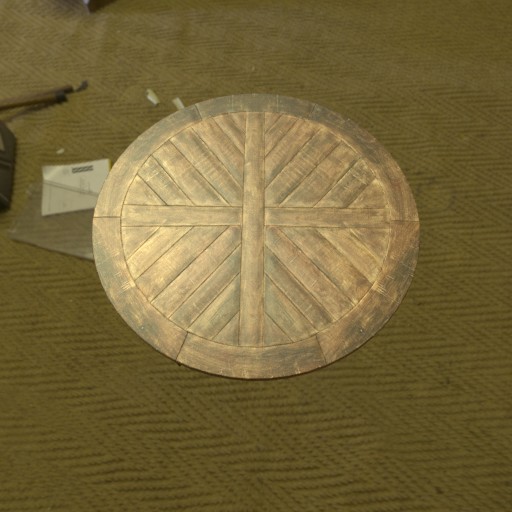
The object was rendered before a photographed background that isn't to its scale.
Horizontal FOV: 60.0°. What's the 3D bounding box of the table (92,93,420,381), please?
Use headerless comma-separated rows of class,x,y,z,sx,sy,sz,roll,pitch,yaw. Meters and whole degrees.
table,0.000,0.000,2.066,1.264,0.762,1.264,0,64,0
